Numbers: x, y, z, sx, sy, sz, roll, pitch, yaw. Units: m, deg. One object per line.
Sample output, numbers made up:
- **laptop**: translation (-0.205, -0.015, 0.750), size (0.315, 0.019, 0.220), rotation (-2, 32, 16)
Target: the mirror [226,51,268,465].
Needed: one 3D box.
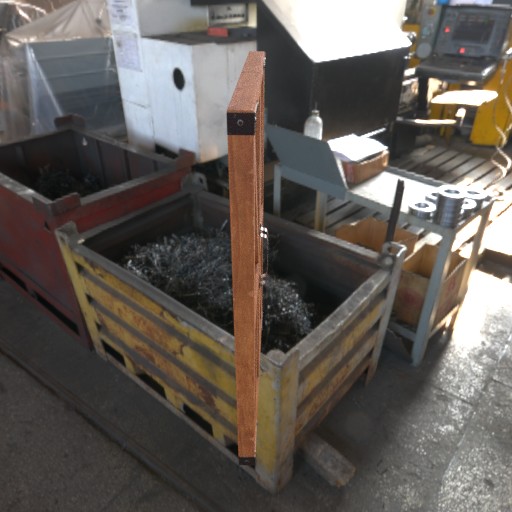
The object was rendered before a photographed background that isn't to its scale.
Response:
- **mirror**: translation (0.000, 0.000, 0.981), size (0.053, 0.761, 0.517), rotation (1, 33, 2)
